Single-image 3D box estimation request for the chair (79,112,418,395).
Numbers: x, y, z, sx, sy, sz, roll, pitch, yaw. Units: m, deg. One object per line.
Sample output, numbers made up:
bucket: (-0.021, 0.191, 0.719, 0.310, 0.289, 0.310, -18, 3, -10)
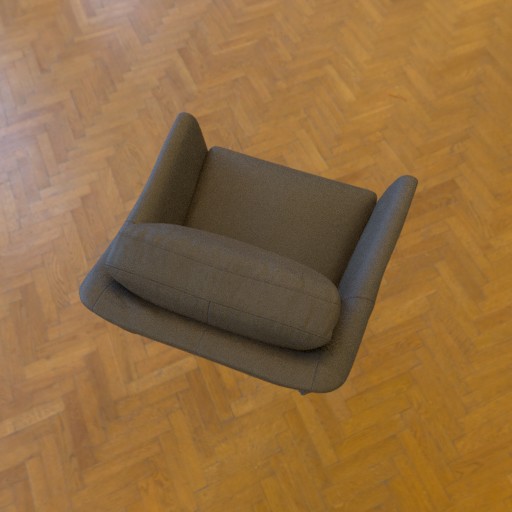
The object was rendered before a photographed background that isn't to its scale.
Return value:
chair: (0.000, 0.000, 1.690, 0.988, 0.901, 0.961, 18, 66, 8)
